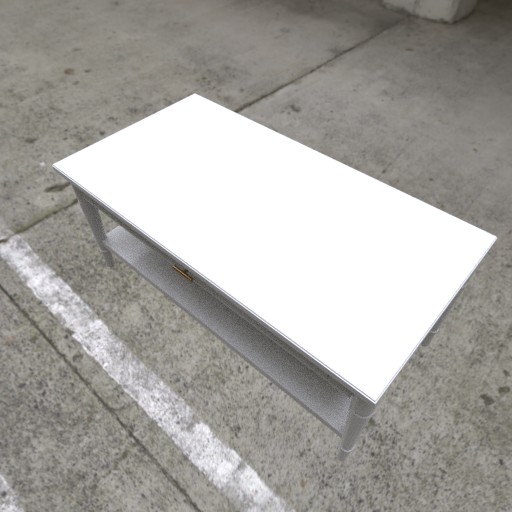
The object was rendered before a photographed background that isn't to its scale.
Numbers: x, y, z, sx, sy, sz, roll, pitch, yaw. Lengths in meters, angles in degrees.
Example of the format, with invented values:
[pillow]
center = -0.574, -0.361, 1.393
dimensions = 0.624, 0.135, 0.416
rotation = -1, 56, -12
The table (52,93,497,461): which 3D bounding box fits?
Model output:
[table]
center = 0.000, 0.000, 1.336
dimensions = 1.067, 0.457, 0.559
rotation = 33, 56, 27
